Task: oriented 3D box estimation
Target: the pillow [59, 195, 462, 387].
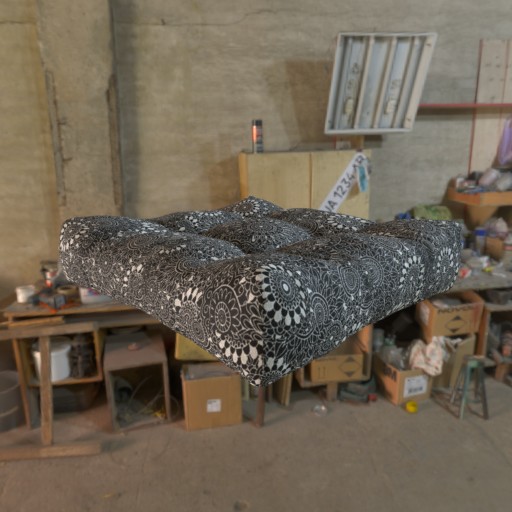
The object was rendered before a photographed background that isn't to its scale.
[{"bbox_3d":[0.000,0.000,0.717,0.468,0.128,0.490,-14,20,-43],"label":"pillow"}]
